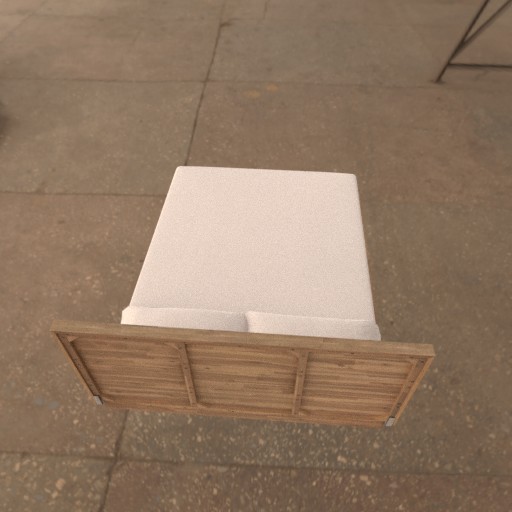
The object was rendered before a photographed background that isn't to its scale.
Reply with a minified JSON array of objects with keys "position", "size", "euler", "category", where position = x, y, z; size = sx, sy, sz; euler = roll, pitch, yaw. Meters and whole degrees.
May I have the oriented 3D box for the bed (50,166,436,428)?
[{"position":[0.000,0.000,3.130],"size":[1.759,1.071,2.145],"euler":[3,46,3],"category":"bed"}]
